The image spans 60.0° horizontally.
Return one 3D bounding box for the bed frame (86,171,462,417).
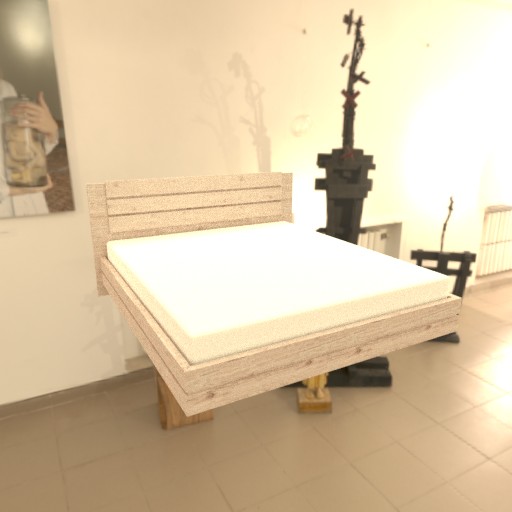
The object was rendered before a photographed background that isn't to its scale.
[{"bbox_3d":[0.000,0.000,3.239,1.950,0.970,2.080,-9,18,-27],"label":"bed frame"}]
